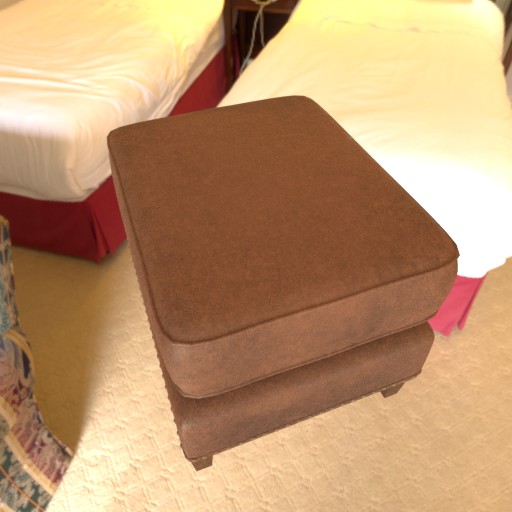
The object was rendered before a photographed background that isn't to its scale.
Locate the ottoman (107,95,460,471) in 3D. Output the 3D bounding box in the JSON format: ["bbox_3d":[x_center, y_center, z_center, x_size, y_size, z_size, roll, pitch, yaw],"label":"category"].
[{"bbox_3d":[0.000,0.000,1.105,0.589,0.537,0.738,-15,48,-14],"label":"ottoman"}]
